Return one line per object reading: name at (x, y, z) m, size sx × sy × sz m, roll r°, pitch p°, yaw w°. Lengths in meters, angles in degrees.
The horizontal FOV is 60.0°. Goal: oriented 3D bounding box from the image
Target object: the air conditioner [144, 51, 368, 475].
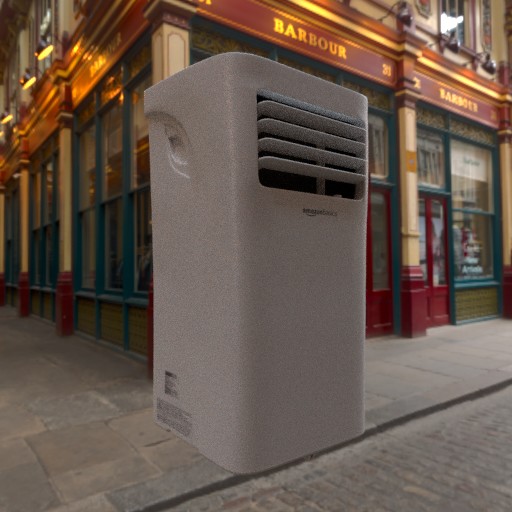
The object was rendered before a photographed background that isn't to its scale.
air conditioner at (0.000, 0.000, 0.901) m, size 0.352 × 0.716 × 0.369 m, roll 1°, pitch -2°, yaw -38°
